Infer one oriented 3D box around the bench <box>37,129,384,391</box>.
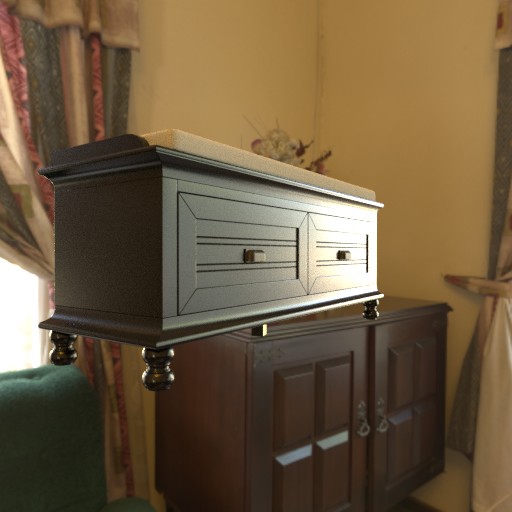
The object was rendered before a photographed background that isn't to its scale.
[{"bbox_3d":[0.000,0.000,1.395,0.402,0.501,1.185,0,0,35],"label":"bench"}]
